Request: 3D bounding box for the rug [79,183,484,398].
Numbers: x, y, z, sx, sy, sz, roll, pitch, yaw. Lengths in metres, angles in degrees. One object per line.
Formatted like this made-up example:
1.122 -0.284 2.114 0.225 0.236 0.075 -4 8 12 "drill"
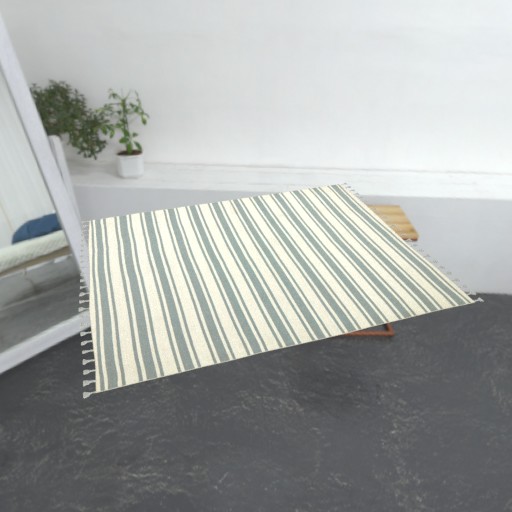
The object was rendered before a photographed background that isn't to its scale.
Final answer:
0.000 0.000 4.219 3.201 0.005 2.439 -10 35 -15 "rug"
